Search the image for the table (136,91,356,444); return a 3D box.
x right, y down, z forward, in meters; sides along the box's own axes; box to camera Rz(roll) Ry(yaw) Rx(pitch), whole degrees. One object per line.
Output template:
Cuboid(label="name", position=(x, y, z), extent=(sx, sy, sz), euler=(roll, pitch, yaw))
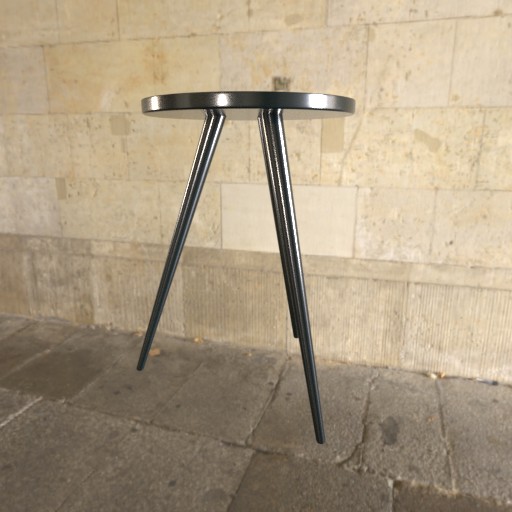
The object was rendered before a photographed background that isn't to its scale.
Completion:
Cuboid(label="table", position=(0.000, 0.000, 0.830), extent=(0.403, 0.548, 0.415), euler=(-7, 16, -26))
